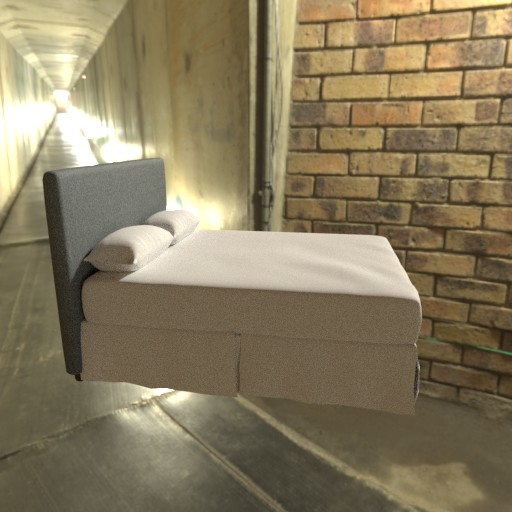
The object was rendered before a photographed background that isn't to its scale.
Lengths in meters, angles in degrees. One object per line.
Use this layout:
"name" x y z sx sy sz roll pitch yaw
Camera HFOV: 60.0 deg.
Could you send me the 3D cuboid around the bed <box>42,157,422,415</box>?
"bed" 0.000 0.000 3.231 2.142 1.330 1.723 2 15 9
